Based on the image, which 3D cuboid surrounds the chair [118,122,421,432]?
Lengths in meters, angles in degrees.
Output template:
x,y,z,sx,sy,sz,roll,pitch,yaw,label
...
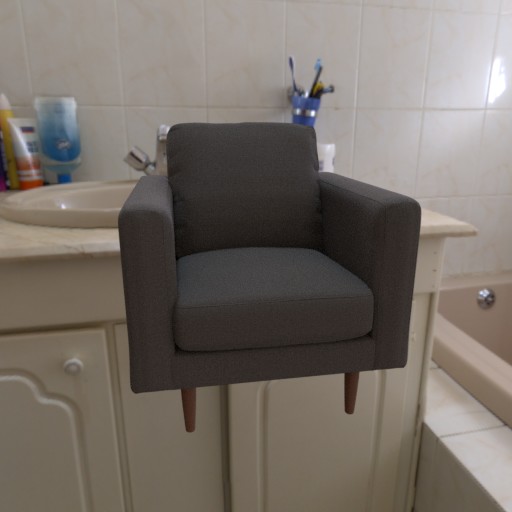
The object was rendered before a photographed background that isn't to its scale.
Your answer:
x,y,z,sx,sy,sz,roll,pitch,yaw,label
0.000,0.000,1.595,0.854,0.927,0.800,-3,17,-10,chair
